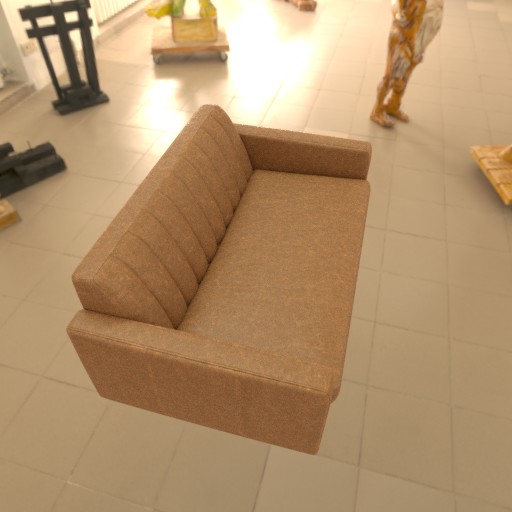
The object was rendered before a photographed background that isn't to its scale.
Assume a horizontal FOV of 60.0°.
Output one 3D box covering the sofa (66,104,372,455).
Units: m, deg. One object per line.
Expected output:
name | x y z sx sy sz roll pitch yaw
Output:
sofa | 0.000 0.000 2.118 0.960 0.820 1.549 11 46 11
